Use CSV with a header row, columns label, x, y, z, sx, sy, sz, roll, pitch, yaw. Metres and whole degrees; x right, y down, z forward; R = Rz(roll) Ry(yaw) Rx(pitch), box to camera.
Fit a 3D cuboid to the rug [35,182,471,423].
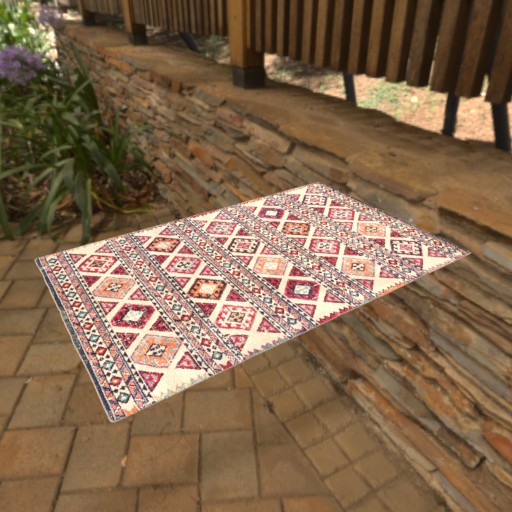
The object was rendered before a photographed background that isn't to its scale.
label,x,y,z,sx,sy,sz,roll,pitch,yaw
rug,0.000,0.000,2.911,2.440,0.010,1.545,-19,36,-29
